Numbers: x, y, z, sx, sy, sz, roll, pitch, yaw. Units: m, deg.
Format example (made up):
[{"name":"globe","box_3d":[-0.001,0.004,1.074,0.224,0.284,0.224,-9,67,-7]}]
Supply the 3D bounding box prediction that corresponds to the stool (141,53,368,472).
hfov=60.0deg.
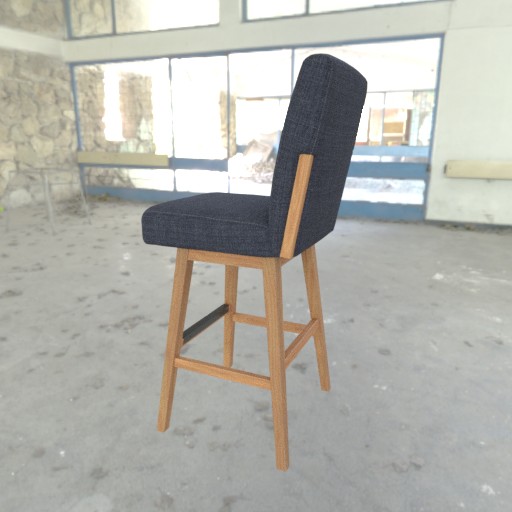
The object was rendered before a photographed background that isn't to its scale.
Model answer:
[{"name":"stool","box_3d":[0.000,0.000,1.410,0.570,1.112,0.483,7,16,24]}]
